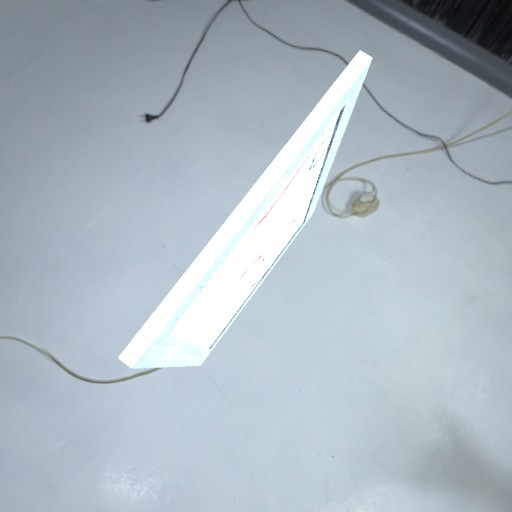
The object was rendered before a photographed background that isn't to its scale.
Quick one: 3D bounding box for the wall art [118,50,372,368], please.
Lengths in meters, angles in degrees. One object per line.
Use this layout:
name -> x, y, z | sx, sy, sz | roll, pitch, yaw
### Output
wall art -> 0.000, 0.000, 0.824 | 0.020, 0.613, 0.481 | 36, 79, 8
